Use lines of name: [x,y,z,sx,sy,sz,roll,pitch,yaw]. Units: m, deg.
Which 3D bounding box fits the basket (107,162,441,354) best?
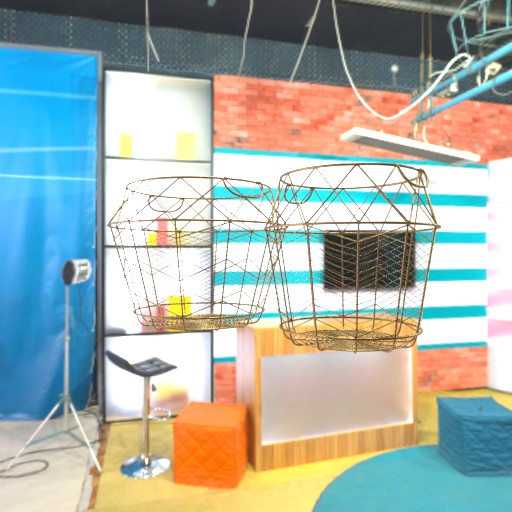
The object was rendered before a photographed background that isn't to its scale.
basket: [0.000,0.000,1.026,0.805,0.343,0.451,0,0,36]
